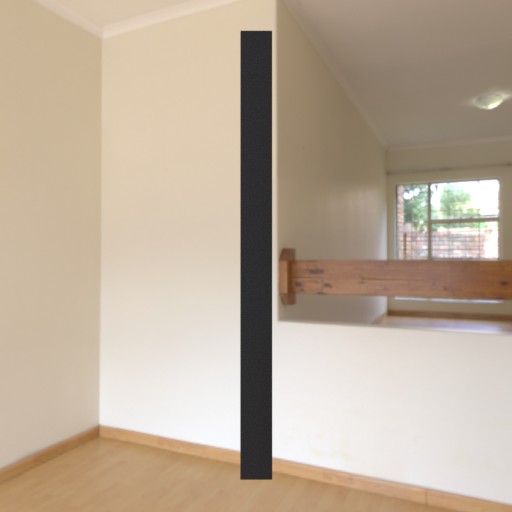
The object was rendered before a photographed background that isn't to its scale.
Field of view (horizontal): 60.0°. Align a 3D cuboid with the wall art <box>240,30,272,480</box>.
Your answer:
[{"bbox_3d":[0.000,0.000,0.750,0.036,0.503,0.506,0,0,0],"label":"wall art"}]
